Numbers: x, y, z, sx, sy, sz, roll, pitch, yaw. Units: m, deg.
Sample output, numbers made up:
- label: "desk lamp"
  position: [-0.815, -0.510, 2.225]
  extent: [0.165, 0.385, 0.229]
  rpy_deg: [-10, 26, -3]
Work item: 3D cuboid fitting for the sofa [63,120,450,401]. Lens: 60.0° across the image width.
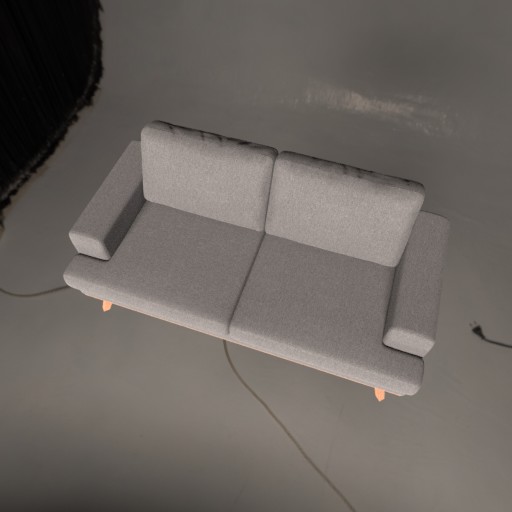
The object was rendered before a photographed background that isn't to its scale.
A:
- label: "sofa"
  position: [0.000, 0.000, 2.083]
  extent: [1.650, 0.810, 0.785]
  rpy_deg: [16, 59, 10]
